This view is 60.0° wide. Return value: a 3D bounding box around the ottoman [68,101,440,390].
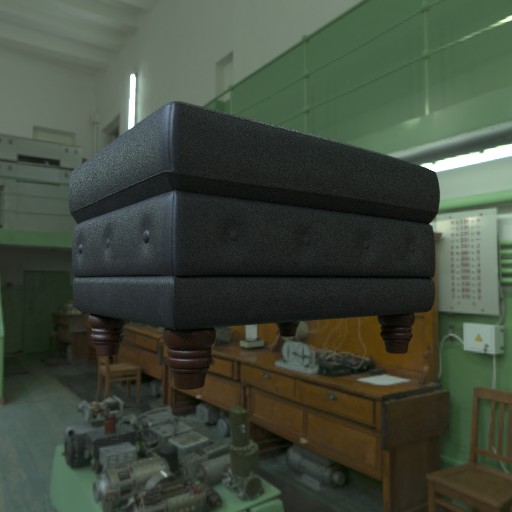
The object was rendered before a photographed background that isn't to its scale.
[{"bbox_3d":[0.000,0.000,1.147,0.795,0.498,0.590,2,-4,-37],"label":"ottoman"}]
